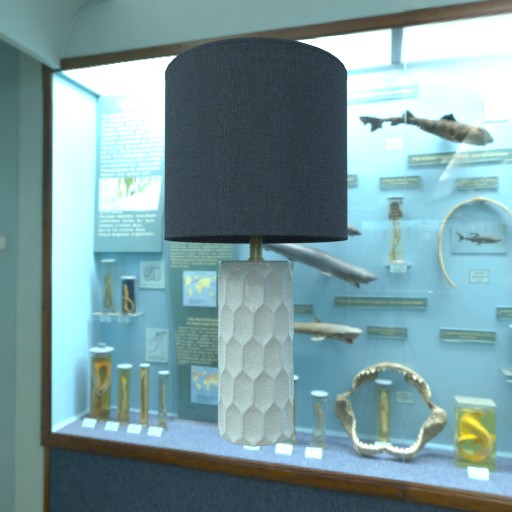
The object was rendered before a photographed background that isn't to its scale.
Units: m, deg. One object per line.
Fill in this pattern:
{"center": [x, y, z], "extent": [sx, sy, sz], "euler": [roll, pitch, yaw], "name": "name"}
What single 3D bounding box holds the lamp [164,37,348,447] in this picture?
{"center": [0.000, 0.000, 0.680], "extent": [0.277, 0.537, 0.277], "euler": [0, -1, 19], "name": "lamp"}
